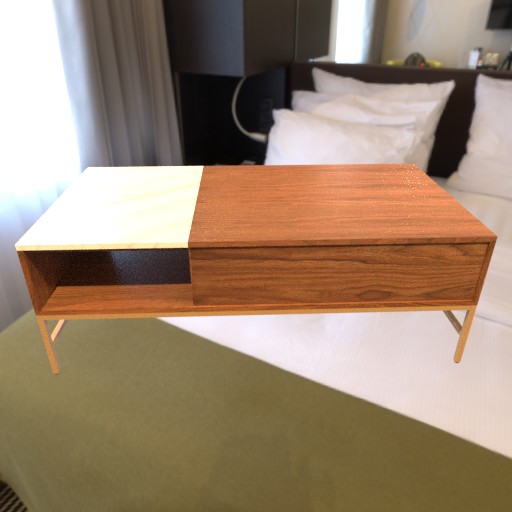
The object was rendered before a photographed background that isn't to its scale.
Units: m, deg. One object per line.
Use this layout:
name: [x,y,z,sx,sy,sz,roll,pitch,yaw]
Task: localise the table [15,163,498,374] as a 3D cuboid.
table: [0.000,0.000,1.904,1.553,0.551,0.789,-1,29,-2]
